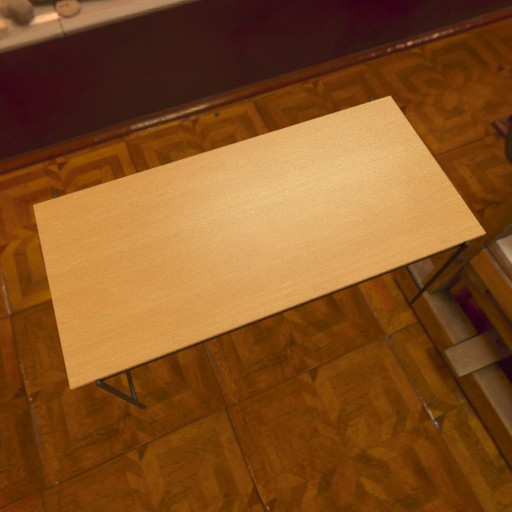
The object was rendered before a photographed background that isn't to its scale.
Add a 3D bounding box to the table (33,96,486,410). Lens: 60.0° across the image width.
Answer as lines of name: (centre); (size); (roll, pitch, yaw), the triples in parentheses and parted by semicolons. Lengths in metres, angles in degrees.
table: (0.000, 0.000, 2.285); (1.800, 0.758, 0.900); (-19, 66, -9)
